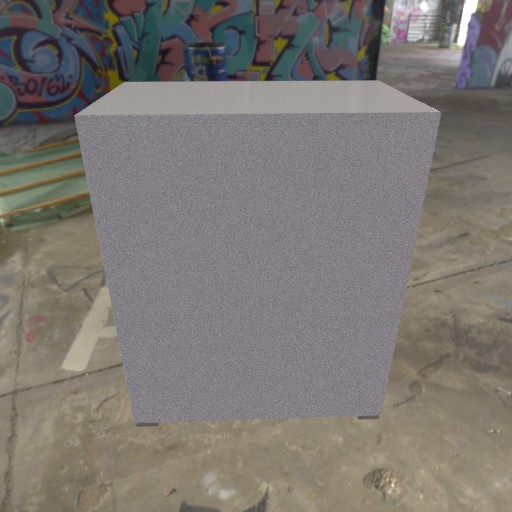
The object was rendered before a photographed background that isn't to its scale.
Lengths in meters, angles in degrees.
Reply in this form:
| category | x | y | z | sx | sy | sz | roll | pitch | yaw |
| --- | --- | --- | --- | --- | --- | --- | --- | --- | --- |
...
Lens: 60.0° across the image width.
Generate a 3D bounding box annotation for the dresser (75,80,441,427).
| category | x | y | z | sx | sy | sz | roll | pitch | yaw |
| --- | --- | --- | --- | --- | --- | --- | --- | --- | --- |
| dresser | 0.000 | 0.000 | 1.154 | 0.650 | 0.800 | 0.400 | -1 | 29 | -2 |
